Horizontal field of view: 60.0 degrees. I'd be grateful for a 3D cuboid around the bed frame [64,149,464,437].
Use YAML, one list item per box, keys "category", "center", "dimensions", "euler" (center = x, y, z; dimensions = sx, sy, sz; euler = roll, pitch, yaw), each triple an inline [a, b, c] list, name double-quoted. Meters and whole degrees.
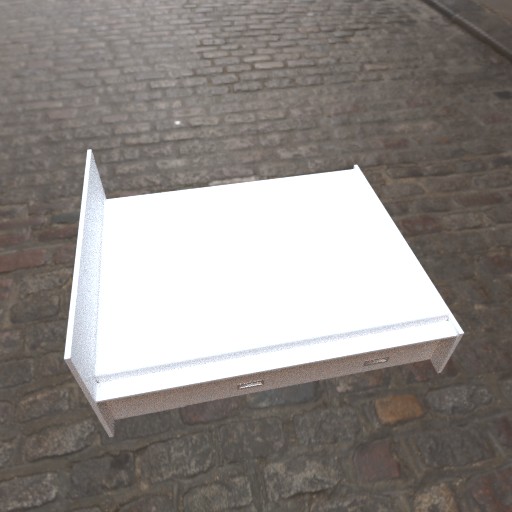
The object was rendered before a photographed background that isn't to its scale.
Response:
- category: "bed frame"
  center: [0.000, 0.000, 2.820]
  dimensions: [1.960, 0.800, 1.622]
  euler: [-8, 46, -8]
